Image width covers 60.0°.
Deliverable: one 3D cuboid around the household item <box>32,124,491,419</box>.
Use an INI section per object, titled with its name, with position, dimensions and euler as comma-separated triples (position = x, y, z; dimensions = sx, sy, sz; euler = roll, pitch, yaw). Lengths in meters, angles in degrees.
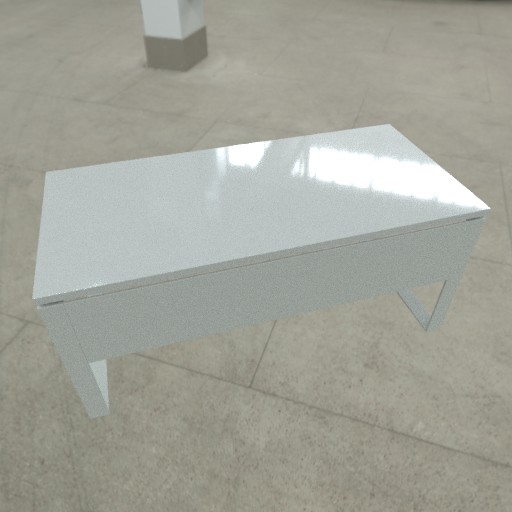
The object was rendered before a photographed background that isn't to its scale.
[household item]
position = 0.000, 0.000, 2.102
dimensions = 1.700, 0.745, 0.800
euler = -11, 43, -12
